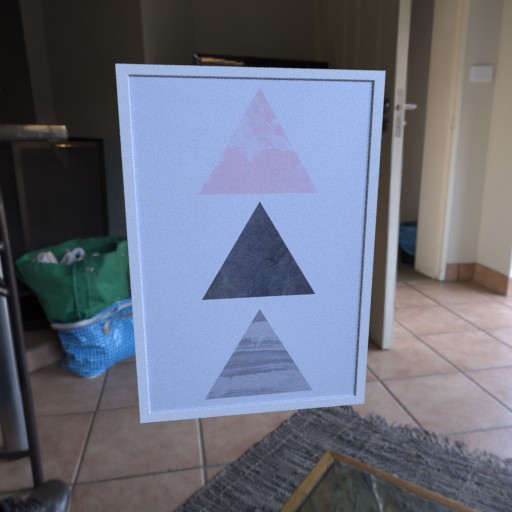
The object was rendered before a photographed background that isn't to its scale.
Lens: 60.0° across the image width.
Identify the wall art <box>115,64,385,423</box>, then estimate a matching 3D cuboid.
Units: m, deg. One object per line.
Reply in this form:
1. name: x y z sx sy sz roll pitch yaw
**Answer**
1. wall art: 0.000 0.000 1.187 0.659 0.940 0.013 -2 14 -8
